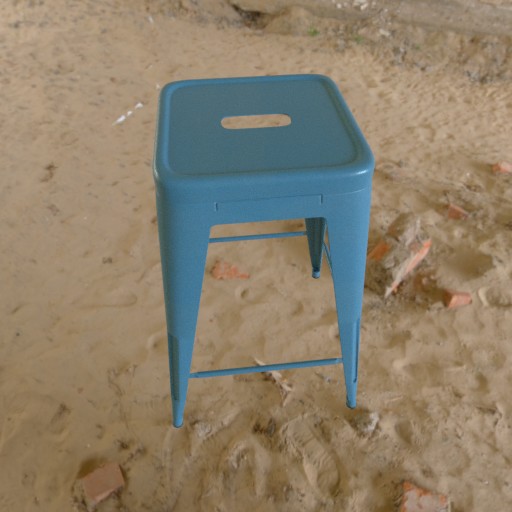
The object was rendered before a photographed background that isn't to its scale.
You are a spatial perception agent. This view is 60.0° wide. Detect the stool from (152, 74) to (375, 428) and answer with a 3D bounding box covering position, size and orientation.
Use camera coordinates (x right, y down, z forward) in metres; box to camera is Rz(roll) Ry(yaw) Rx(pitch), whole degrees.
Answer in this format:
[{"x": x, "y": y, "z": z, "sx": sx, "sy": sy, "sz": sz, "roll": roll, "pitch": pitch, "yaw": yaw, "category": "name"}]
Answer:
[{"x": 0.000, "y": 0.000, "z": 0.898, "sx": 0.410, "sy": 0.608, "sz": 0.410, "roll": -5, "pitch": 46, "yaw": -4, "category": "stool"}]
